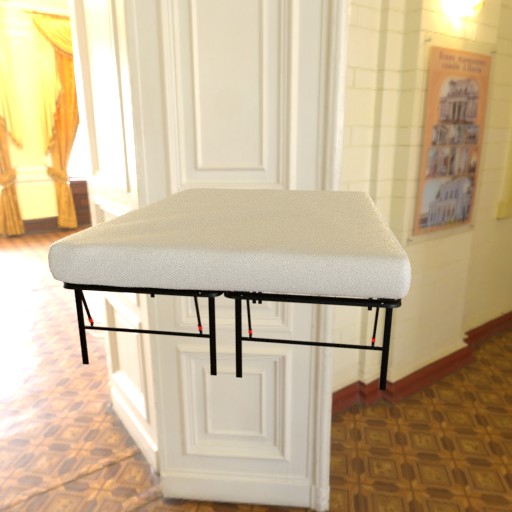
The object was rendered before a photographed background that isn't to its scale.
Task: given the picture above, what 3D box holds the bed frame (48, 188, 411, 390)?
[{"bbox_3d":[0.000,0.000,2.888,1.584,0.667,2.151,2,16,9],"label":"bed frame"}]
